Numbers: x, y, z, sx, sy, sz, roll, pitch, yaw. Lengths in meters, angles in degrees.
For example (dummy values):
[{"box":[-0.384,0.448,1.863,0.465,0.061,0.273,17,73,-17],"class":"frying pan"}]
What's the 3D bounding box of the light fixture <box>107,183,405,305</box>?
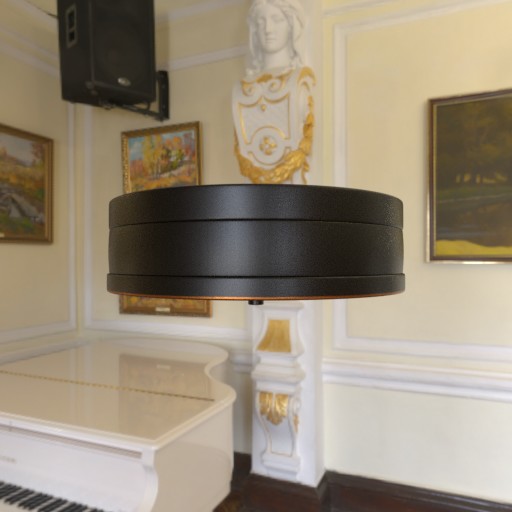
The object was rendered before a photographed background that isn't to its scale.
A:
[{"box":[0.000,0.000,0.444,0.283,0.097,0.283,0,-1,0],"class":"light fixture"}]
